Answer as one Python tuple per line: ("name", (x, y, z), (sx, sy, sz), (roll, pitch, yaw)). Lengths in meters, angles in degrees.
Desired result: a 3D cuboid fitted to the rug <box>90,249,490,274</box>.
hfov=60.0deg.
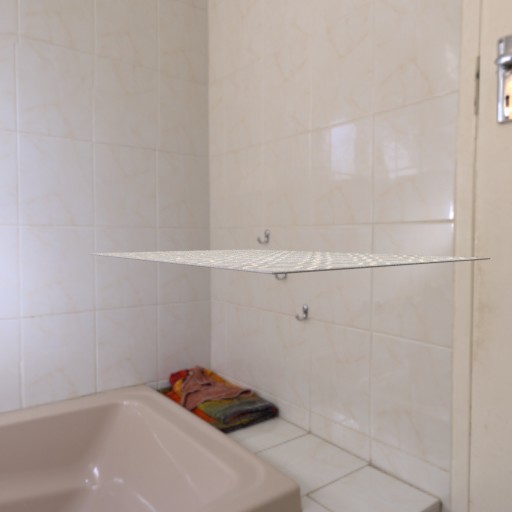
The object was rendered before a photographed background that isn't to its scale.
("rug", (0.000, 0.000, 2.215), (1.141, 0.015, 1.749), (-2, 3, -36))
